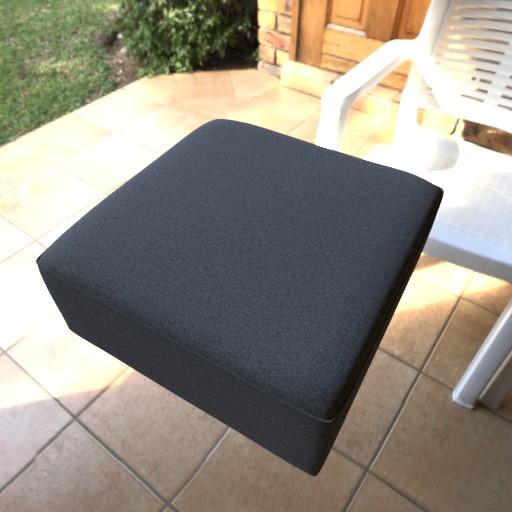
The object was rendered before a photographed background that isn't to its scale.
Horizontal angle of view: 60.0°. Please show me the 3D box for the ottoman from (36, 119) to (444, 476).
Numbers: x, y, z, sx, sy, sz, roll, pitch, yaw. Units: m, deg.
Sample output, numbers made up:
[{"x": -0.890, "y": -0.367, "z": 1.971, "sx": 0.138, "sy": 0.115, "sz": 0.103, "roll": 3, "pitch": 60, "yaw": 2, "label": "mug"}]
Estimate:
[{"x": 0.000, "y": 0.000, "z": 1.583, "sx": 1.005, "sy": 0.464, "sz": 1.015, "roll": 23, "pitch": 51, "yaw": 20, "label": "ottoman"}]
